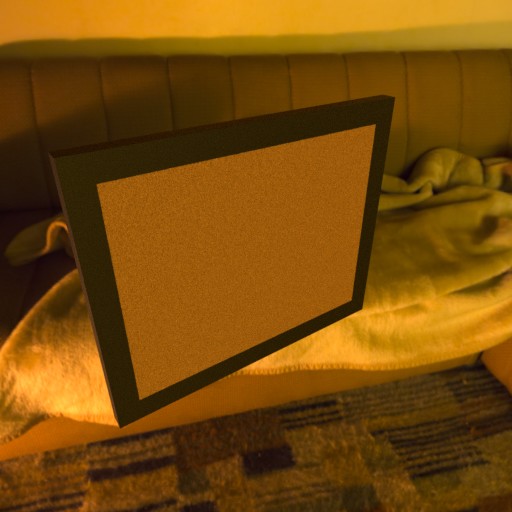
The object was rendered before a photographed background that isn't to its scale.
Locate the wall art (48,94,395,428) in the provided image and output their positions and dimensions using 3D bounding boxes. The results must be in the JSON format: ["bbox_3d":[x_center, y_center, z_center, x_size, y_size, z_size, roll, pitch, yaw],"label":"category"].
[{"bbox_3d":[0.000,0.000,0.754,0.561,0.460,0.028,-19,36,-29],"label":"wall art"}]
